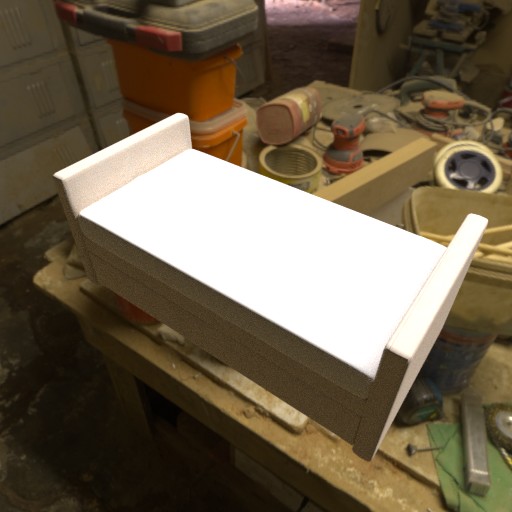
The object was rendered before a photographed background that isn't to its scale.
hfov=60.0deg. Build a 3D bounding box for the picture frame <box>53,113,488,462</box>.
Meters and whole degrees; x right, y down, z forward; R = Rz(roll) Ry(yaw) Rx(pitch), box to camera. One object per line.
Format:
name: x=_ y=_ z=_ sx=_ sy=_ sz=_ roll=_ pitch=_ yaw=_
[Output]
picture frame: x=0.000 y=0.000 z=2.690 sx=2.161 sy=0.891 sz=1.069 roll=26 pitch=48 yaw=26
